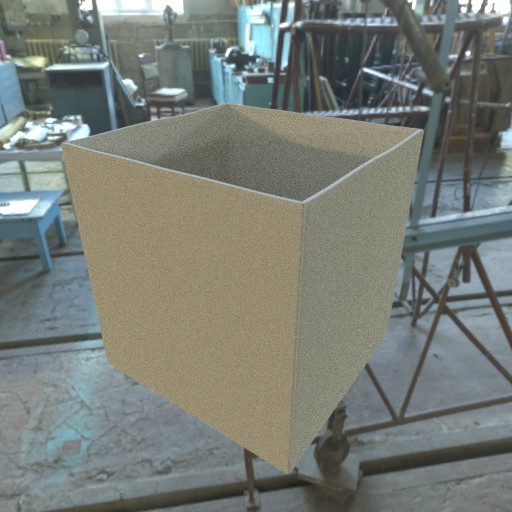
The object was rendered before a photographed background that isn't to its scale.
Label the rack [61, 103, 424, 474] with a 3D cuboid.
[{"bbox_3d":[0.000,0.000,0.513,0.270,0.280,0.270,19,34,30],"label":"rack"}]
